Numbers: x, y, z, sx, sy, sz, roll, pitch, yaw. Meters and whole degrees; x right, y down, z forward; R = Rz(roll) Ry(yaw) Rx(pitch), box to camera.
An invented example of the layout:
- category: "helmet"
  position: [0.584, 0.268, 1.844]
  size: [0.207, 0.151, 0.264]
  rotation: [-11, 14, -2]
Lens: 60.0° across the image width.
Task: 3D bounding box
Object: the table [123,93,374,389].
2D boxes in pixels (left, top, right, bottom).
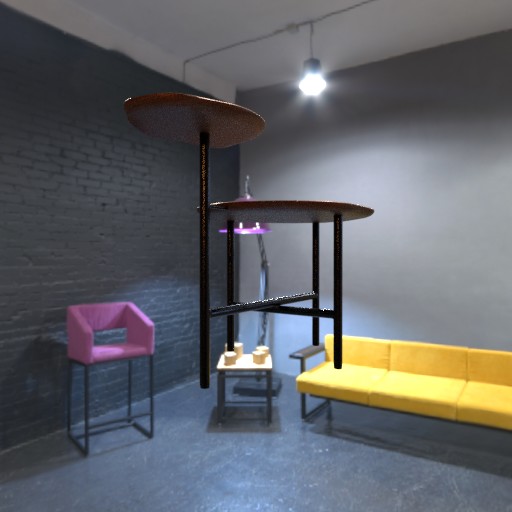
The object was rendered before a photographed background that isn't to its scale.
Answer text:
- category: "table"
  position: [0.000, 0.000, 1.065]
  size: [0.442, 0.538, 0.759]
  rotation: [0, 1, 36]
